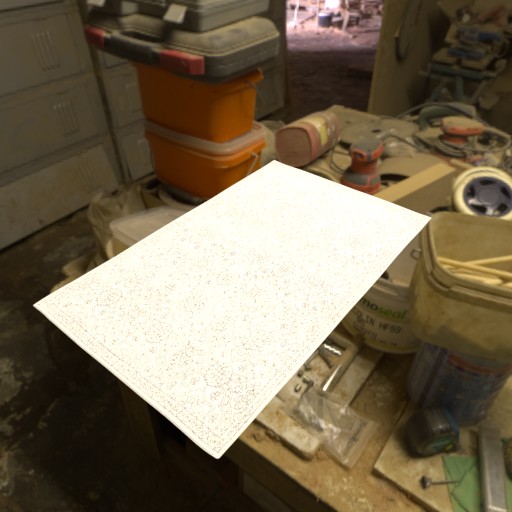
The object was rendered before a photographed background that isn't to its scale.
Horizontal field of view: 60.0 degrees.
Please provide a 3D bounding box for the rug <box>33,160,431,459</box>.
[{"bbox_3d":[0.000,0.000,3.040,1.518,0.023,2.434,27,46,29],"label":"rug"}]
